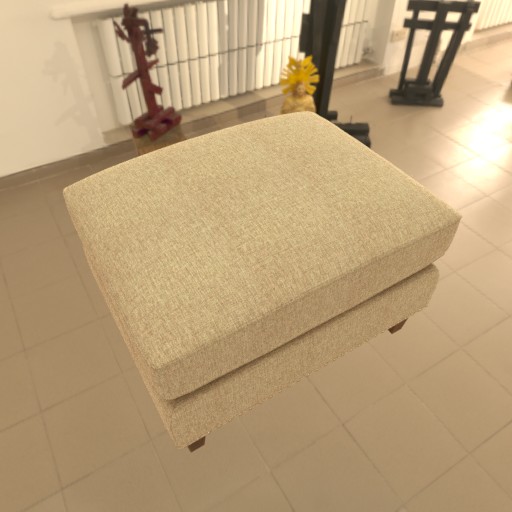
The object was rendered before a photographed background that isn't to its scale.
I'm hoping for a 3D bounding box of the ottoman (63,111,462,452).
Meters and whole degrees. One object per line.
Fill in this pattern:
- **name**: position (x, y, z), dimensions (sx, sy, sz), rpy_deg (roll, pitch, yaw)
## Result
- **ottoman**: position (0.000, 0.000, 1.130), dimensions (0.741, 0.513, 0.584), rpy_deg (-24, 50, -21)
